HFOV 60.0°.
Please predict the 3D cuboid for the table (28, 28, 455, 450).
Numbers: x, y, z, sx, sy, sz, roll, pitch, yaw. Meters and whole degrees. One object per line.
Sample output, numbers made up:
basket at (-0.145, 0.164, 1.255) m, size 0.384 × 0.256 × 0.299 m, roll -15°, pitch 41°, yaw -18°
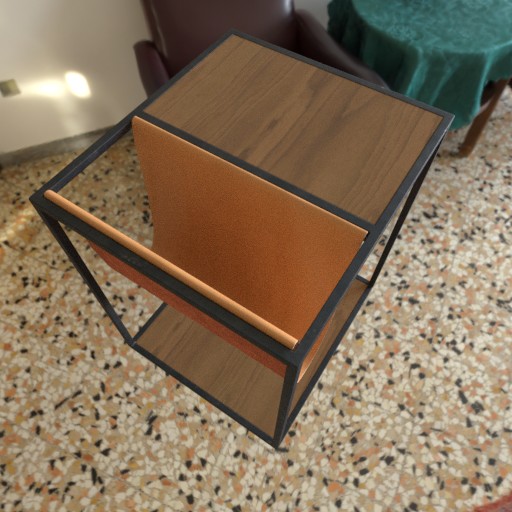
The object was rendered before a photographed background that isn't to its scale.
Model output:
table at (0.000, 0.000, 0.828) m, size 0.399 × 0.536 × 0.450 m, roll 29°, pitch 63°, yaw 17°
